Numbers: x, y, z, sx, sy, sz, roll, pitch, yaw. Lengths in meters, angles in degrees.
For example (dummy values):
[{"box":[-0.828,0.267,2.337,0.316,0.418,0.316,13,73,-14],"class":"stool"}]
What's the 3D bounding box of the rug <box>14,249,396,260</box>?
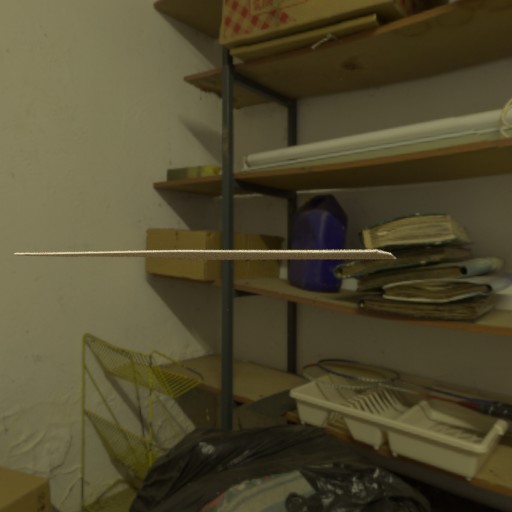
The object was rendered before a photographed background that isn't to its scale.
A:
[{"box":[0.000,0.000,4.173,2.434,0.045,3.202,0,-1,19],"class":"rug"}]
